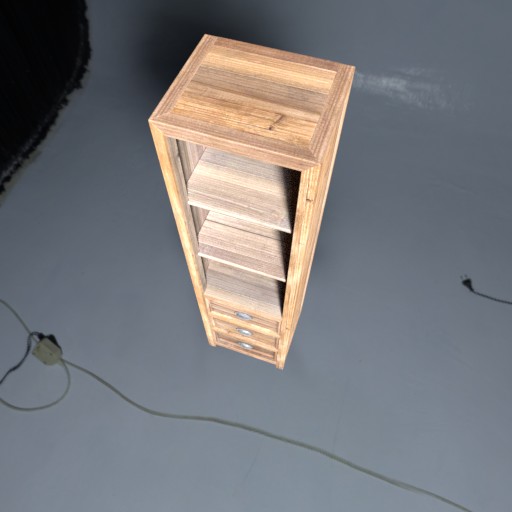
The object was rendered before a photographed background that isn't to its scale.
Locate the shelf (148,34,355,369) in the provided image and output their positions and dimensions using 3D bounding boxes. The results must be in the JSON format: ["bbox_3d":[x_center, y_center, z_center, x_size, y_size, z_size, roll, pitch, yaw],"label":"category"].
[{"bbox_3d":[0.000,0.000,2.120,0.500,1.900,0.428,17,61,10],"label":"shelf"}]
